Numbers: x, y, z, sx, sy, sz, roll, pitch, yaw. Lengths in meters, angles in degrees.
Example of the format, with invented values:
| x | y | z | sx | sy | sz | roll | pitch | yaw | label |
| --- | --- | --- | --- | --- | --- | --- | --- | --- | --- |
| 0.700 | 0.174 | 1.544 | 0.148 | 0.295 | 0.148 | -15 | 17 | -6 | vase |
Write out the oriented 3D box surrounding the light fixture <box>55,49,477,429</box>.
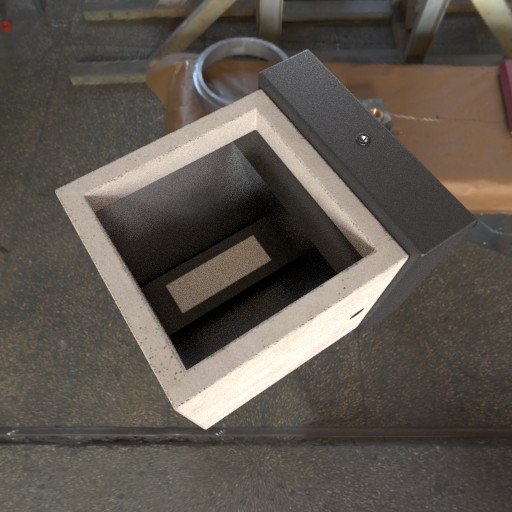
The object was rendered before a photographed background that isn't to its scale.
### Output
| x | y | z | sx | sy | sz | roll | pitch | yaw | label |
| --- | --- | --- | --- | --- | --- | --- | --- | --- | --- |
| 0.000 | 0.000 | 0.243 | 0.143 | 0.121 | 0.121 | -31 | 69 | -13 | light fixture |
